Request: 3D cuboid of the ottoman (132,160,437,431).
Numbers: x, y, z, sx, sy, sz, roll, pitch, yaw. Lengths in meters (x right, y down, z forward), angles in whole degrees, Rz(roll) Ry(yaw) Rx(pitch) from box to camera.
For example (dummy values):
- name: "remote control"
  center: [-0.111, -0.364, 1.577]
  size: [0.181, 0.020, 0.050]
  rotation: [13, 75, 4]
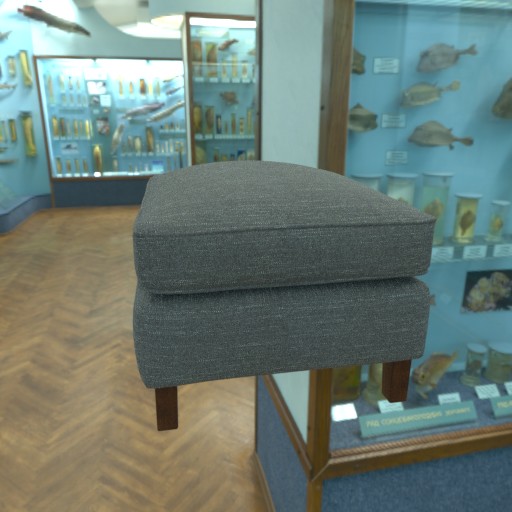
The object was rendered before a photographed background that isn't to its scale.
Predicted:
- name: "ottoman"
  center: [0.000, 0.000, 0.992]
  size: [0.508, 0.406, 0.686]
  rotation: [-3, 17, -10]
